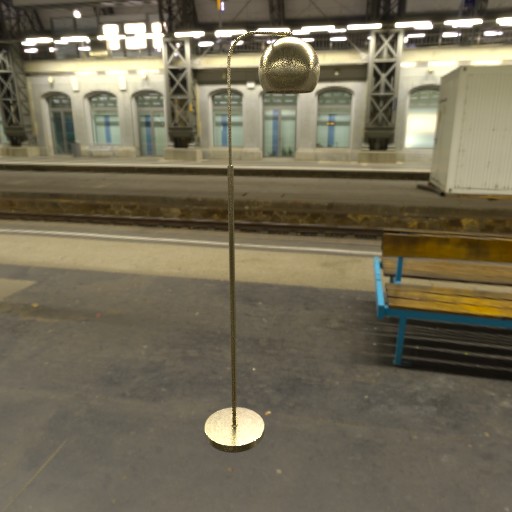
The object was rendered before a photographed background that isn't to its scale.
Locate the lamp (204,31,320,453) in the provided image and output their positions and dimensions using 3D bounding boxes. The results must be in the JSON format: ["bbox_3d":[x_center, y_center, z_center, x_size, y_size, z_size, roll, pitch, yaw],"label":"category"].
[{"bbox_3d":[0.000,0.000,1.653,0.431,1.526,0.250,-3,16,-9],"label":"lamp"}]
